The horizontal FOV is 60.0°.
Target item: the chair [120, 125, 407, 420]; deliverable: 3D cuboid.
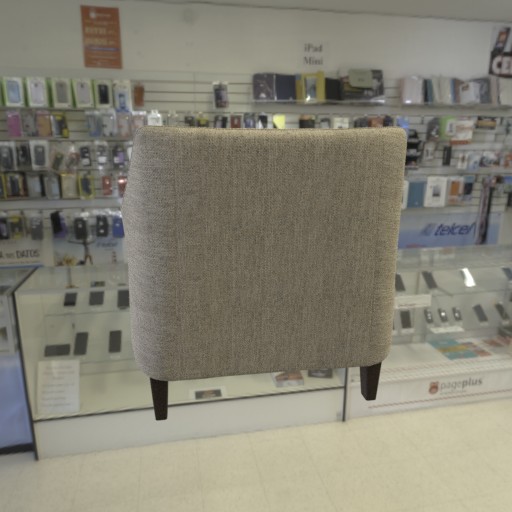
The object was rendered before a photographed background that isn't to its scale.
[{"bbox_3d":[0.000,0.000,1.386,0.796,0.761,0.758,-2,15,-9],"label":"chair"}]
